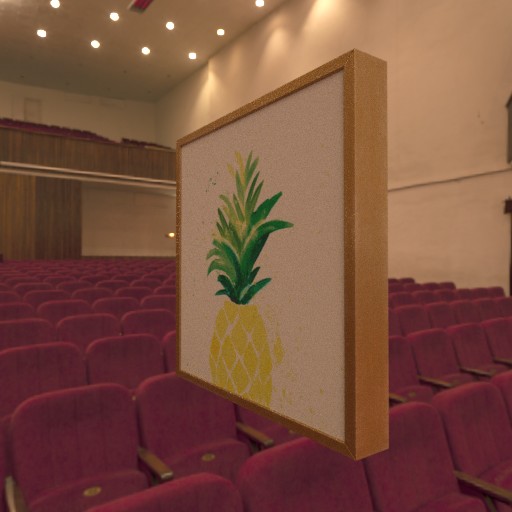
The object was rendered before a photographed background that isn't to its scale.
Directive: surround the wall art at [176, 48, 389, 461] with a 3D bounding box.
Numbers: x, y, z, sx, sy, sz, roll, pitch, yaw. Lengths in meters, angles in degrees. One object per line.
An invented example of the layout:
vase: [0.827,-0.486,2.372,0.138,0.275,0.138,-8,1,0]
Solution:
wall art: [0.000,0.000,0.462,0.038,0.305,0.306,1,-1,-35]
